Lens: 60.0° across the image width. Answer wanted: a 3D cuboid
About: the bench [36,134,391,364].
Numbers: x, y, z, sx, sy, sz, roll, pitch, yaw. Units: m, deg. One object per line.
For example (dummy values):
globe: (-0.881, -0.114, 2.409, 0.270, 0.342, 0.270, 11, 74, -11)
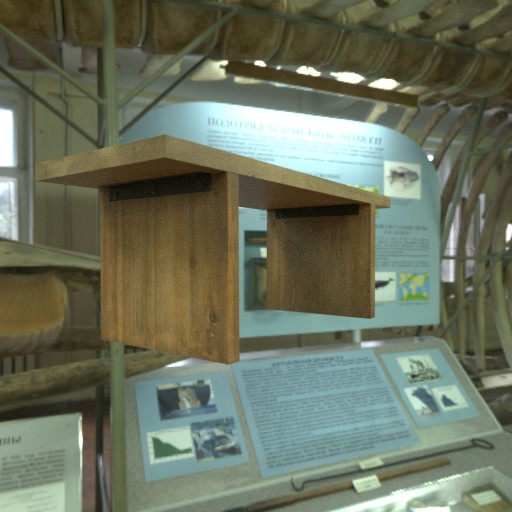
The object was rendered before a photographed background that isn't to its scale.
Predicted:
bench: (0.000, 0.000, 1.420, 0.458, 0.458, 1.183, 0, 1, 36)
